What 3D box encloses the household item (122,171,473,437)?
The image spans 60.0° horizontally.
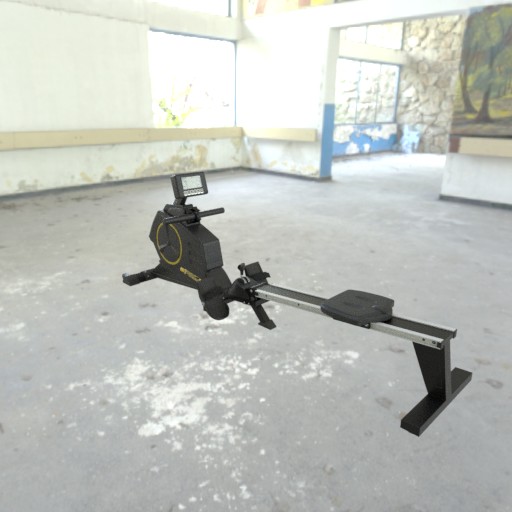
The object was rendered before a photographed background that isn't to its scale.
[{"bbox_3d":[0.000,0.000,2.475,2.251,0.810,0.521,17,25,42],"label":"household item"}]
